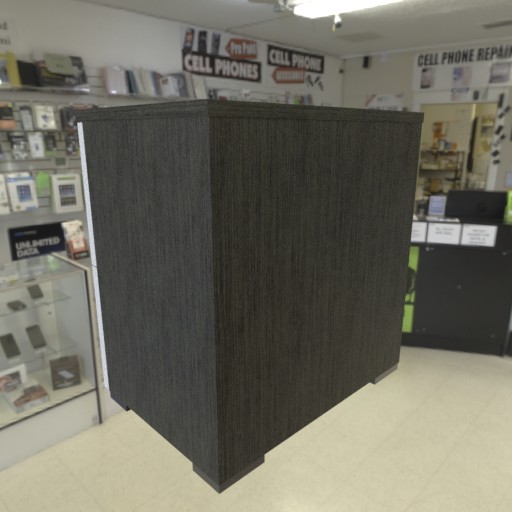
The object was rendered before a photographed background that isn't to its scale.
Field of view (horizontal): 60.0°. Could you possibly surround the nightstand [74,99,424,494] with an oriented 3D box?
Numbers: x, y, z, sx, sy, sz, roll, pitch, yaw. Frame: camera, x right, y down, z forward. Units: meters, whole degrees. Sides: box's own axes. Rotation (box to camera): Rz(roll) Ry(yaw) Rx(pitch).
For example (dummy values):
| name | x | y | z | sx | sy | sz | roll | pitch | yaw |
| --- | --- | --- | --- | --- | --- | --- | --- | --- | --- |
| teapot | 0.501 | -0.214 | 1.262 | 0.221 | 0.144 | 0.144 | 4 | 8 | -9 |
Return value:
| name | x | y | z | sx | sy | sz | roll | pitch | yaw |
| --- | --- | --- | --- | --- | --- | --- | --- | --- | --- |
| nightstand | 0.000 | 0.000 | 0.742 | 0.441 | 0.460 | 0.325 | -15 | 21 | -42 |
